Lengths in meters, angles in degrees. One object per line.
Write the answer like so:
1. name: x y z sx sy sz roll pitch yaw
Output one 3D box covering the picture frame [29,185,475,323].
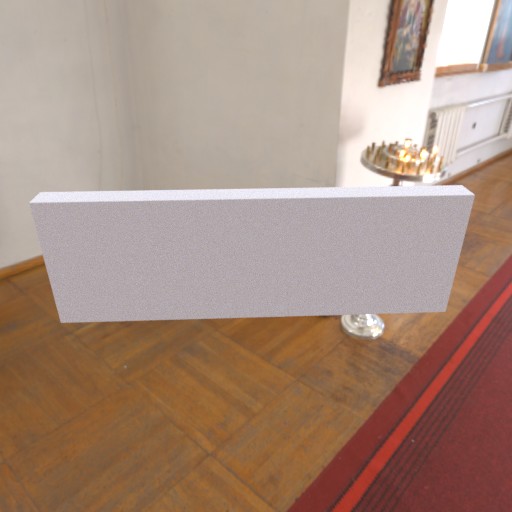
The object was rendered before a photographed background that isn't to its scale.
1. picture frame: 0.000 0.000 0.836 0.759 0.250 0.050 -1 29 -2
